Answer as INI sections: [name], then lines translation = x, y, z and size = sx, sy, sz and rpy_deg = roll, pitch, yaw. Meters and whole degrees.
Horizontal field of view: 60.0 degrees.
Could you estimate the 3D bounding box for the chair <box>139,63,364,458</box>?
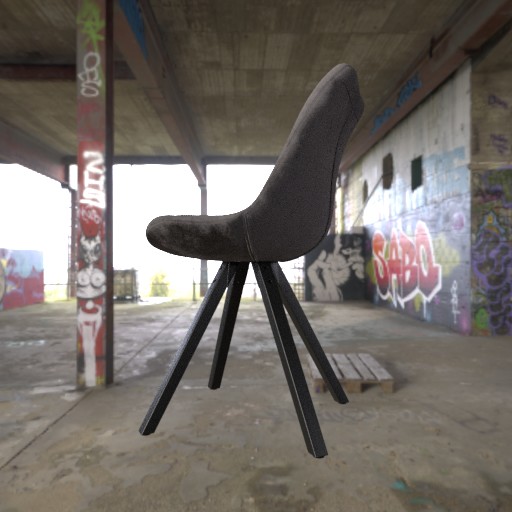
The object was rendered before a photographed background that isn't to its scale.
[chair]
translation = 0.000, 0.000, 1.180
size = 0.550, 0.850, 0.476
rpy_deg = 0, -1, 19
